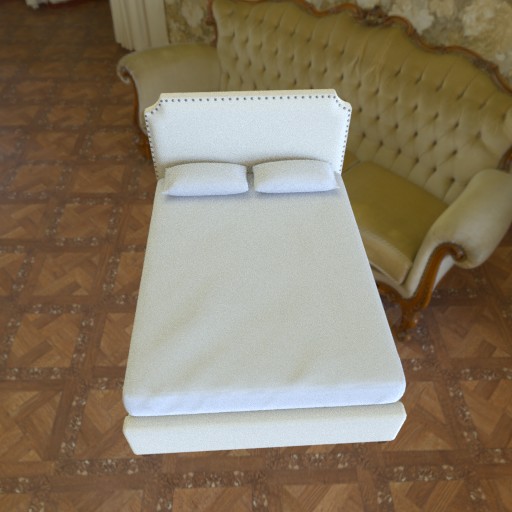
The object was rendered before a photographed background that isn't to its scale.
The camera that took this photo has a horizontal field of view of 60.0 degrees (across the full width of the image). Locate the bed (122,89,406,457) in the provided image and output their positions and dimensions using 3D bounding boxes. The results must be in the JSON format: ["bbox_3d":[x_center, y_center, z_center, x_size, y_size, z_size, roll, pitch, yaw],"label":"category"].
[{"bbox_3d":[0.000,0.000,3.255,1.703,1.415,2.329,-2,46,-2],"label":"bed"}]
